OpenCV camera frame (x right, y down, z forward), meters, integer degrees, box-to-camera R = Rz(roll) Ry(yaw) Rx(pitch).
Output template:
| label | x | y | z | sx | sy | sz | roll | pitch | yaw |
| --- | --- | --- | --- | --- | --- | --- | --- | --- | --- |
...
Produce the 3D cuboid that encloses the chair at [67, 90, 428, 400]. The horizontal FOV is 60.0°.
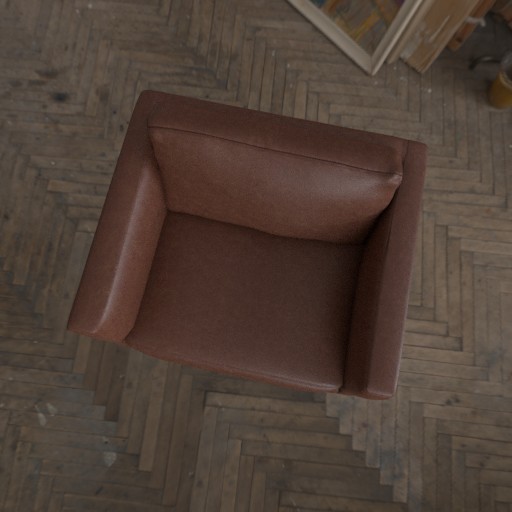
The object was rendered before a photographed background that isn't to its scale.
| label | x | y | z | sx | sy | sz | roll | pitch | yaw |
| --- | --- | --- | --- | --- | --- | --- | --- | --- | --- |
| chair | 0.000 | 0.000 | 1.802 | 1.107 | 0.917 | 0.959 | 12 | 76 | 3 |
